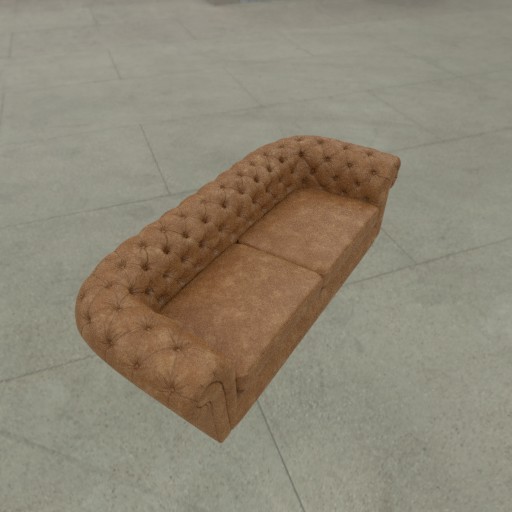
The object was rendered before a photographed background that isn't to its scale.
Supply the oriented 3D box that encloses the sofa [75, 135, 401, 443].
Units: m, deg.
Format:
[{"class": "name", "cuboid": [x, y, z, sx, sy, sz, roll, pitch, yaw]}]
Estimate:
[{"class": "sofa", "cuboid": [0.000, 0.000, 2.830, 0.989, 0.760, 2.365, 24, 46, 25]}]
